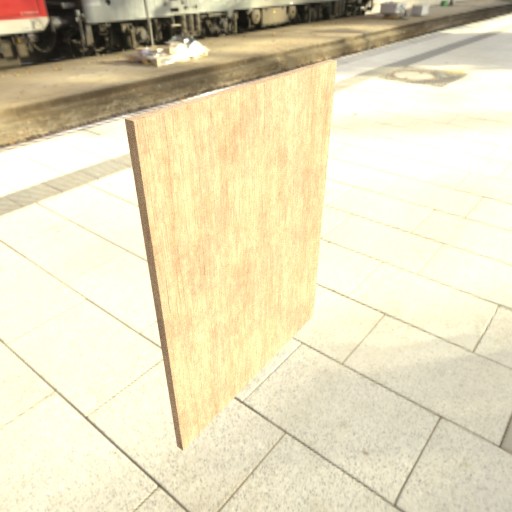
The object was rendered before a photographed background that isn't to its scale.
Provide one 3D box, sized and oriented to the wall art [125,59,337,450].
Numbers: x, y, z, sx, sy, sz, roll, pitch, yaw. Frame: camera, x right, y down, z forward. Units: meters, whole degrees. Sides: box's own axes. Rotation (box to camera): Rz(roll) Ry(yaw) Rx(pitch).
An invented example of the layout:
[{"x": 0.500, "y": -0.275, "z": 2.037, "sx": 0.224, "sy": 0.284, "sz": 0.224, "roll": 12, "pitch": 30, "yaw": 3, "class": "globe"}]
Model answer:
[{"x": 0.000, "y": 0.000, "z": 0.922, "sx": 0.018, "sy": 0.686, "sz": 0.534, "roll": 22, "pitch": 39, "yaw": 30, "class": "wall art"}]
